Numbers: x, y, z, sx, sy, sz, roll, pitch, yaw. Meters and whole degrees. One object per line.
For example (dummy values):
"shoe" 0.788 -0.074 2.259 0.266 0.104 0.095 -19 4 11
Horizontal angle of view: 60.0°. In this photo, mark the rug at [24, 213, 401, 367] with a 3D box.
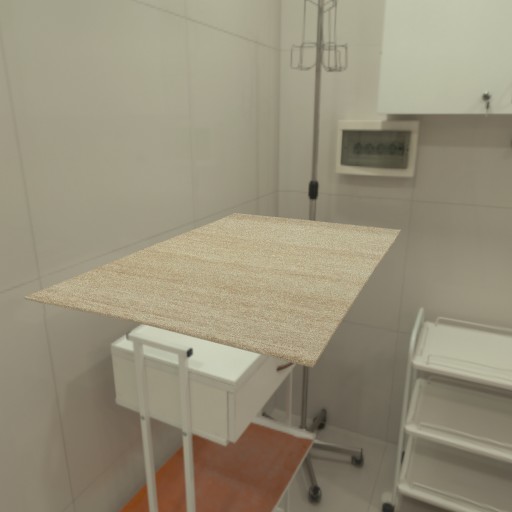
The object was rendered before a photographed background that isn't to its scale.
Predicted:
"rug" 0.000 0.000 2.995 1.574 0.029 2.346 8 19 24
